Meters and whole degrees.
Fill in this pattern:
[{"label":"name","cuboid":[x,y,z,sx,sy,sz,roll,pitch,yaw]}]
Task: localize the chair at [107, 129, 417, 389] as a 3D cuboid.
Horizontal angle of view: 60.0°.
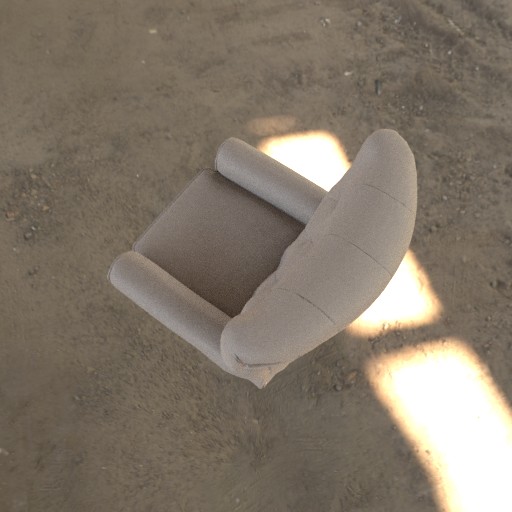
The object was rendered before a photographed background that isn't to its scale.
[{"label":"chair","cuboid":[0.000,0.000,1.934,1.041,1.138,0.999,33,69,14]}]
